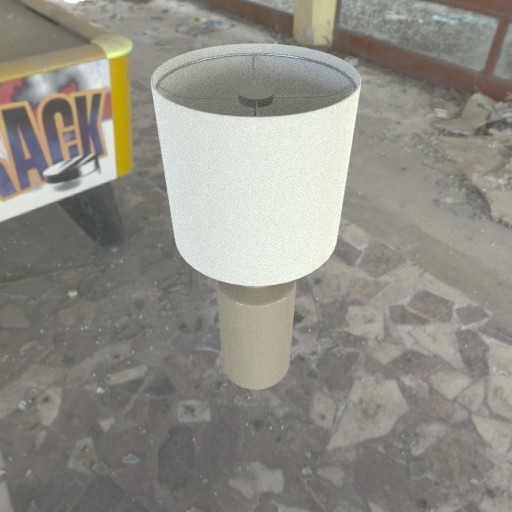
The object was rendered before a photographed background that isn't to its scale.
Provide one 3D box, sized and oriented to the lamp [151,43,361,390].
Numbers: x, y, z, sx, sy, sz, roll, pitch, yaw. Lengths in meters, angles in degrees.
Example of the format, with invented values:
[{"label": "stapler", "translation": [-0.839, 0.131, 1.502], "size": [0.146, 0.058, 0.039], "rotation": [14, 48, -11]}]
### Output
[{"label": "lamp", "translation": [0.000, 0.000, 0.614], "size": [0.212, 0.493, 0.212], "rotation": [-1, 41, -1]}]
